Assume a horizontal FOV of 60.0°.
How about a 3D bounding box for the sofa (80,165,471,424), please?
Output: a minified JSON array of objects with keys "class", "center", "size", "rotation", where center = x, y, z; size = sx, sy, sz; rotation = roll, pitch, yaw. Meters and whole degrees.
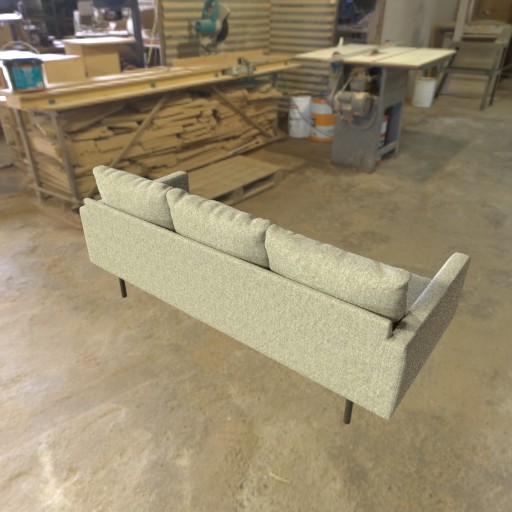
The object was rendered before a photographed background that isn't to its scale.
[{"class":"sofa","center":[0.000,0.000,2.450],"size":[2.000,0.830,0.850],"rotation":[21,36,32]}]
